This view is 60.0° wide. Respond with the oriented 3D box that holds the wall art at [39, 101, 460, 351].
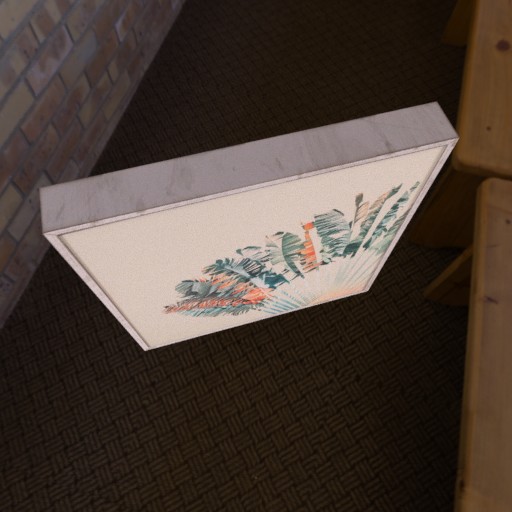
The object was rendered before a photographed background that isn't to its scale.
[{"bbox_3d":[0.000,0.000,0.456,0.305,0.303,0.038,-14,64,-7],"label":"wall art"}]
